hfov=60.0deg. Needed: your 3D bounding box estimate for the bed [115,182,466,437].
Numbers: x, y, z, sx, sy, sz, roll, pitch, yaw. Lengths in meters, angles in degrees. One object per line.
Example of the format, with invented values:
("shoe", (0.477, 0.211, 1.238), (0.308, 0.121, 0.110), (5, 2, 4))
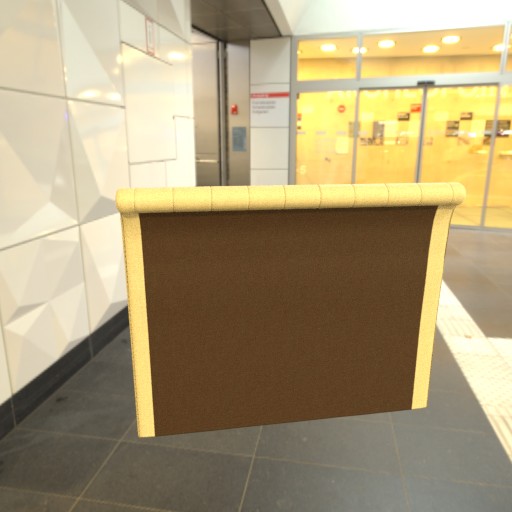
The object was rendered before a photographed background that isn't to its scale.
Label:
("bed", (0.000, 0.000, 3.297), (1.606, 1.268, 2.493), (-2, 15, -9))
